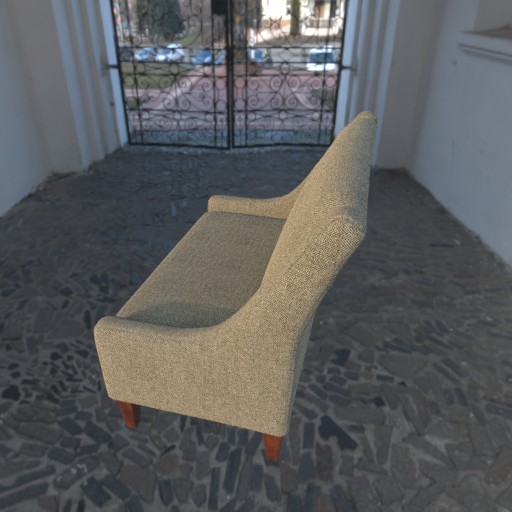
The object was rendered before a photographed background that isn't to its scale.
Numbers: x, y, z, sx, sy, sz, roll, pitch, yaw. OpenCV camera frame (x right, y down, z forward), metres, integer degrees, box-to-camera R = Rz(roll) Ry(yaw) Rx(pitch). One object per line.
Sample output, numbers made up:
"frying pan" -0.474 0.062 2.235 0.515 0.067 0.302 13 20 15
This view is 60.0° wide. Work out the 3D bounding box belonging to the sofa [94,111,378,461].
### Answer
"sofa" 0.000 0.000 1.909 0.870 1.021 1.242 8 31 13
